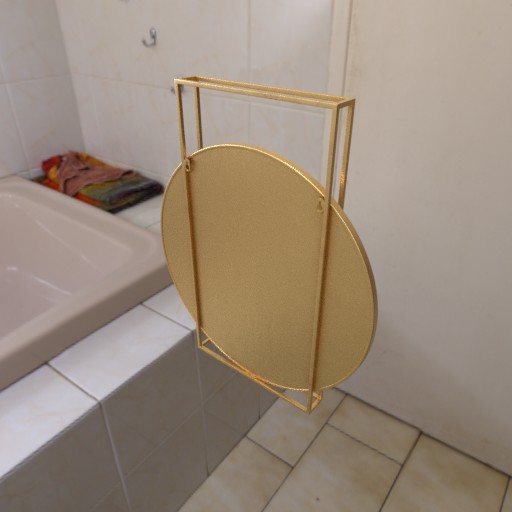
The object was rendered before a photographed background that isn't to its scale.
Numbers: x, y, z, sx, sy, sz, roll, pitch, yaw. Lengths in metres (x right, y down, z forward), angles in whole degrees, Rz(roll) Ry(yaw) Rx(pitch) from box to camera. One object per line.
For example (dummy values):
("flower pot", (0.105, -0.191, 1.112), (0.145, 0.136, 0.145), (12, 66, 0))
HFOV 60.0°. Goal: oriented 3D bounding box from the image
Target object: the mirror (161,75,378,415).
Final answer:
("mirror", (0.000, 0.000, 0.836), (0.508, 0.603, 0.051), (22, 37, 33))
